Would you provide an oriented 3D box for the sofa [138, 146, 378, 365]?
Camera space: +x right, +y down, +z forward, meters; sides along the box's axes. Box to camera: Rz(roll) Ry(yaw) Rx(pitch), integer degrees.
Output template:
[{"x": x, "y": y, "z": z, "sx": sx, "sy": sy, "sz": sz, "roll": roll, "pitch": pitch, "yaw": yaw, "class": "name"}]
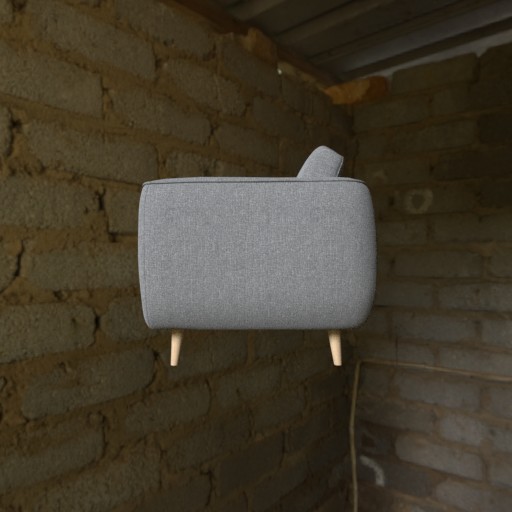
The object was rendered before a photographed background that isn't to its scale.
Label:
[{"x": 0.000, "y": 0.000, "z": 2.512, "sx": 0.920, "sy": 0.870, "sz": 2.000, "roll": 0, "pitch": -1, "yaw": 0, "class": "sofa"}]
